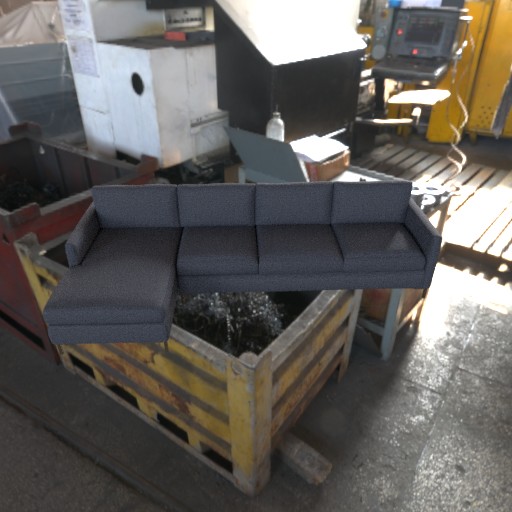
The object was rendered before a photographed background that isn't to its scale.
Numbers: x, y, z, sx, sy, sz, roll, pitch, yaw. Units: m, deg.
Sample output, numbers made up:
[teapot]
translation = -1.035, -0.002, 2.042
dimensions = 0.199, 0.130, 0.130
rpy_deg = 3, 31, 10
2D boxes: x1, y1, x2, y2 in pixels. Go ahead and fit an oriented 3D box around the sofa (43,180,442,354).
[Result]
[sofa]
translation = 0.000, 0.000, 2.964
dimensions = 2.445, 0.673, 1.125
rpy_deg = -1, 32, -2
